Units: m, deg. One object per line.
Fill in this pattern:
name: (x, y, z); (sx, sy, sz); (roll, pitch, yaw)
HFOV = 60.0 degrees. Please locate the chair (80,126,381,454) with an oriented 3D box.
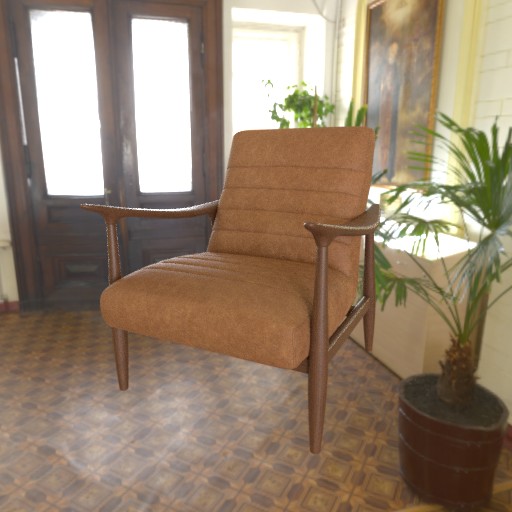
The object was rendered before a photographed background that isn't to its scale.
chair: (0.000, 0.000, 1.445); (0.741, 0.832, 0.798); (7, 15, 27)
